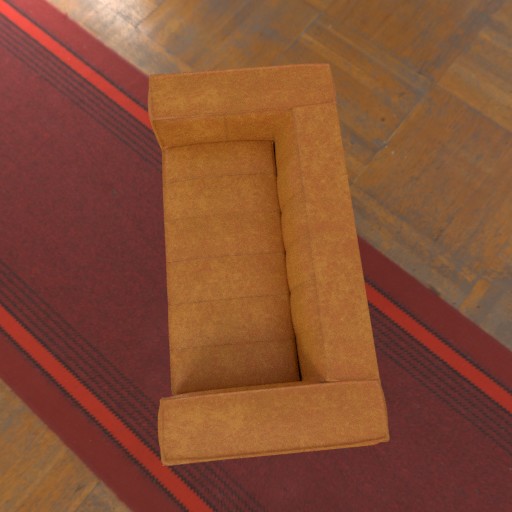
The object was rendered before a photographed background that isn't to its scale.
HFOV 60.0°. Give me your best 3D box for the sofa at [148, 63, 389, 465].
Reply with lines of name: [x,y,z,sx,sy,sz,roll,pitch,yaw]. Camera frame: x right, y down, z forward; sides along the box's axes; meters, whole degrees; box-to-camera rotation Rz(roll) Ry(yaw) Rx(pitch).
sofa: [0.000,0.000,2.583,1.102,0.703,2.088,-5,75,-1]
